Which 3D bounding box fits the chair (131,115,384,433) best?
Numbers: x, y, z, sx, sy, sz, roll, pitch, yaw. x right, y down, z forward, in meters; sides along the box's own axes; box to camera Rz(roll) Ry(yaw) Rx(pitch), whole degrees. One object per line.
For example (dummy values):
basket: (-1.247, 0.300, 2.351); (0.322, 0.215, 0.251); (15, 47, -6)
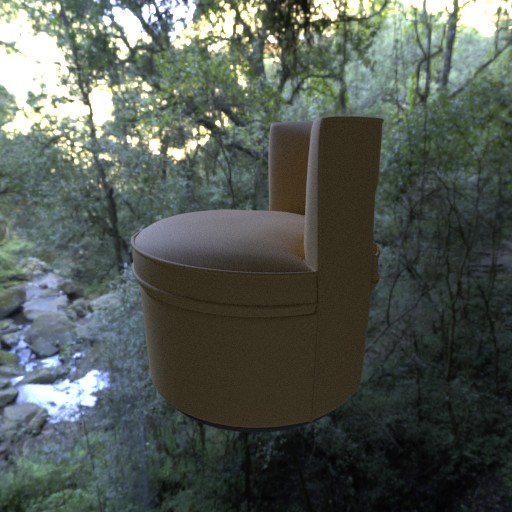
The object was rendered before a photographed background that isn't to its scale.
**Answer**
chair: (0.000, 0.000, 1.220); (0.665, 0.723, 0.650); (-2, 16, -7)
